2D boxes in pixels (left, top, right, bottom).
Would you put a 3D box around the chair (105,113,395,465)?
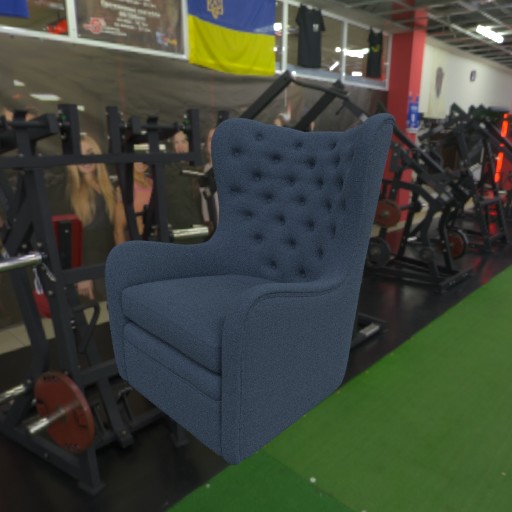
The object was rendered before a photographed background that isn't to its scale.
[{"bbox_3d":[0.000,0.000,1.769,0.930,1.079,0.831,-15,21,-42],"label":"chair"}]
